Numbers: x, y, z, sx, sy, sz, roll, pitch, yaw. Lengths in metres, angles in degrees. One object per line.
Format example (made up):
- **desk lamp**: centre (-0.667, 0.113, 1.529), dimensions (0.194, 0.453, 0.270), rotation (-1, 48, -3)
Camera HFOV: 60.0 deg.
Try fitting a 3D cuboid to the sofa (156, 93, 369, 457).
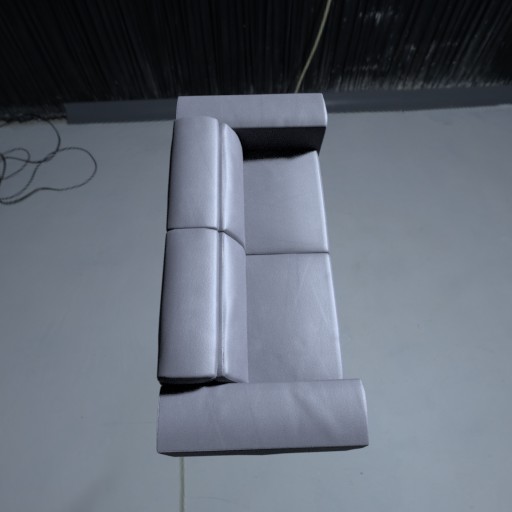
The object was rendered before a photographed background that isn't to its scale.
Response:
- **sofa**: centre (0.000, 0.000, 2.834), dimensions (1.048, 0.814, 2.330), rotation (-2, 64, -1)
